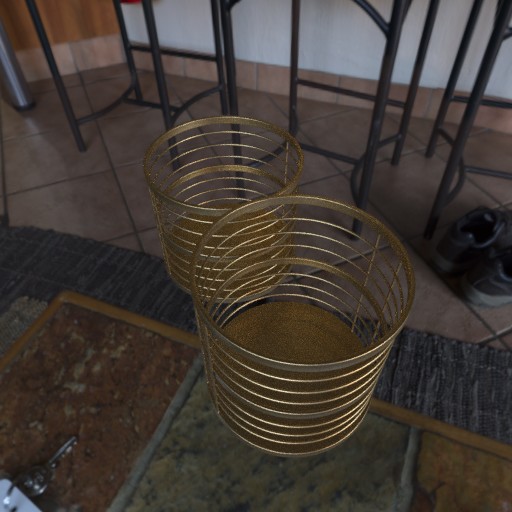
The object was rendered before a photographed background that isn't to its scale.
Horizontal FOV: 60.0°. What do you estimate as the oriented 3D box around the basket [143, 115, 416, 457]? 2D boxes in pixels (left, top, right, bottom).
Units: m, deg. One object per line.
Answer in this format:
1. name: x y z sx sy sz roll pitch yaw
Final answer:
1. basket: 0.000 0.000 0.957 0.356 0.351 0.746 -16 49 -14
